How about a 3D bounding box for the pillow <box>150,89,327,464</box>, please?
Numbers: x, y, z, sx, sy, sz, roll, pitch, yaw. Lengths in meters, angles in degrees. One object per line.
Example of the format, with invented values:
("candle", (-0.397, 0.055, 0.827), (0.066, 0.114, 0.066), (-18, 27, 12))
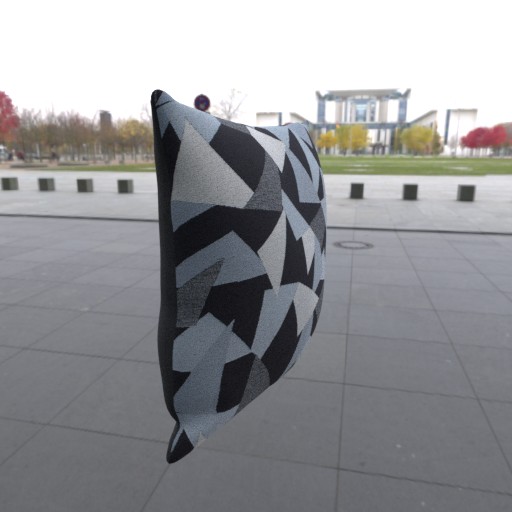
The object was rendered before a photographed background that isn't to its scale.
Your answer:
("pillow", (0.000, 0.000, 0.771), (0.208, 0.496, 0.503), (7, 15, 27))
